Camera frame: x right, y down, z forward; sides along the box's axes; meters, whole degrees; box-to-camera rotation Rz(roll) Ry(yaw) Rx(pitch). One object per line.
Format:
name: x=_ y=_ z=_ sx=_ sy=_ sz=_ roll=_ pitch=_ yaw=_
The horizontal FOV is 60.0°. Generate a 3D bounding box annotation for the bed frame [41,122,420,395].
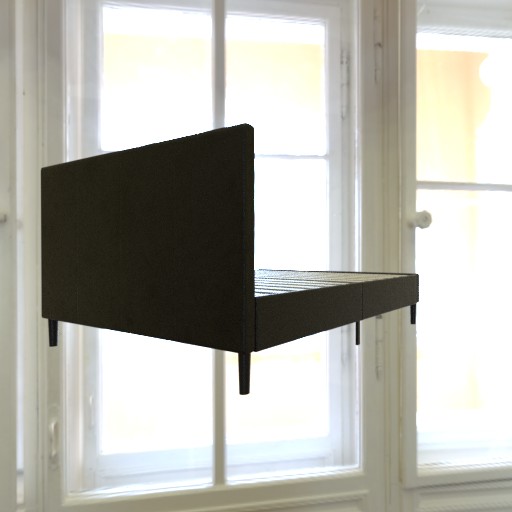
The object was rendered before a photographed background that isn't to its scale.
bed frame: x=0.000 y=0.000 z=3.212 sx=1.634 sy=1.127 sz=2.318 roll=1 pitch=1 yaw=37
